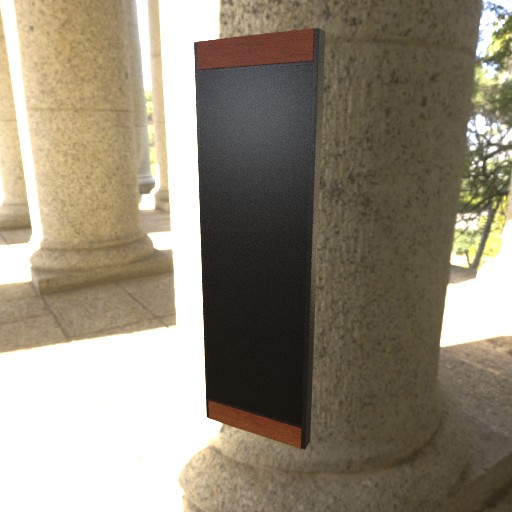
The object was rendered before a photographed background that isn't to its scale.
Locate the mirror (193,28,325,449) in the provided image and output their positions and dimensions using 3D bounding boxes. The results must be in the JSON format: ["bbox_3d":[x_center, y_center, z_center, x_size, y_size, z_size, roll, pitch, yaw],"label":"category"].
[{"bbox_3d":[0.000,0.000,1.242,0.343,1.123,0.047,7,17,26],"label":"mirror"}]
